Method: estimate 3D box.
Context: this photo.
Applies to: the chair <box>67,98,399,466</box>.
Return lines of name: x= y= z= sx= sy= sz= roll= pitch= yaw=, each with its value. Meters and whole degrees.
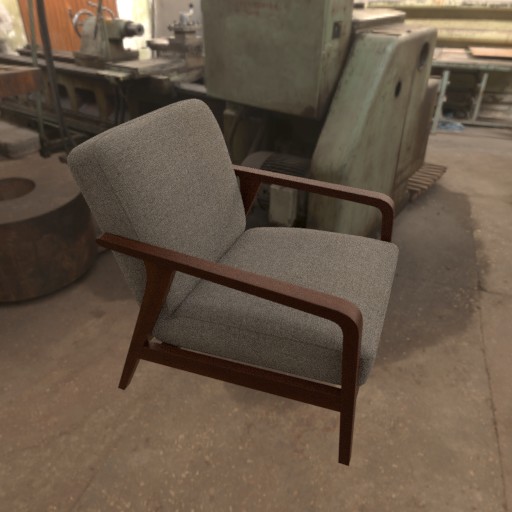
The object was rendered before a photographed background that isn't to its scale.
chair: x=0.000 y=0.000 z=1.436 sx=0.858 sy=0.847 sz=0.704 roll=12 pitch=33 yaw=18
